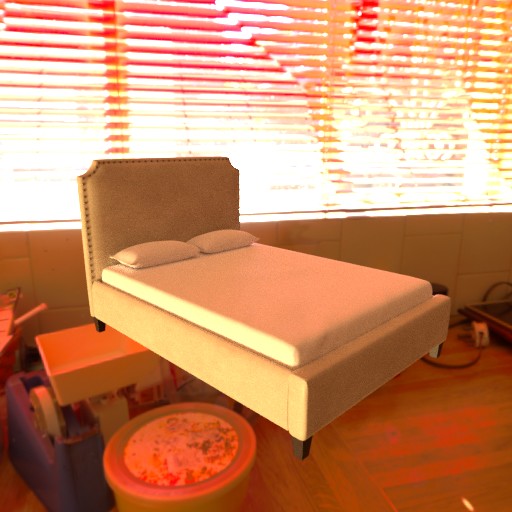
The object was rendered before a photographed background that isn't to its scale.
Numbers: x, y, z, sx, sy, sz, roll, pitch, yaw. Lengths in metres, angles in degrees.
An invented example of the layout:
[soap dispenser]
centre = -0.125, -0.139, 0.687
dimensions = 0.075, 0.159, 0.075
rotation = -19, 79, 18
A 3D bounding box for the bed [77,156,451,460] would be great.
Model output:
[bed]
centre = 0.000, 0.000, 3.412
dimensions = 1.712, 1.443, 2.372
rotation = -13, 19, -43
